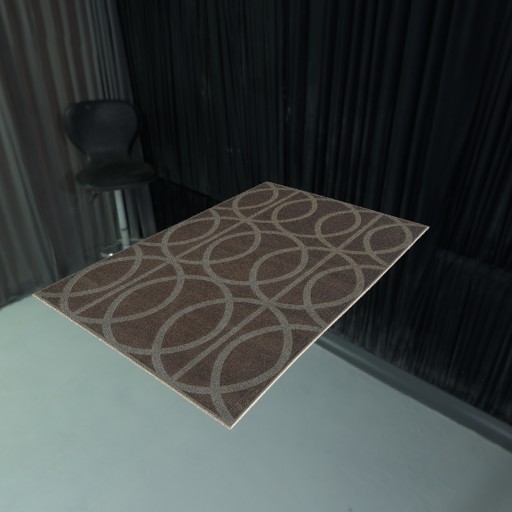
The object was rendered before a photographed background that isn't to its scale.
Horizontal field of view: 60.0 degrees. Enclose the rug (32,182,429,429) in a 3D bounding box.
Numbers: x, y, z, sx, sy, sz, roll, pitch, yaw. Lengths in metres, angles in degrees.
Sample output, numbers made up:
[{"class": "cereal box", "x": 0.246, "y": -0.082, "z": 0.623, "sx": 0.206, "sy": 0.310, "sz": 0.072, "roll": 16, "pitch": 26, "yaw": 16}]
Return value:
[{"class": "rug", "x": 0.000, "y": 0.000, "z": 2.949, "sx": 1.526, "sy": 0.014, "sz": 2.290, "roll": 21, "pitch": 37, "yaw": 32}]
